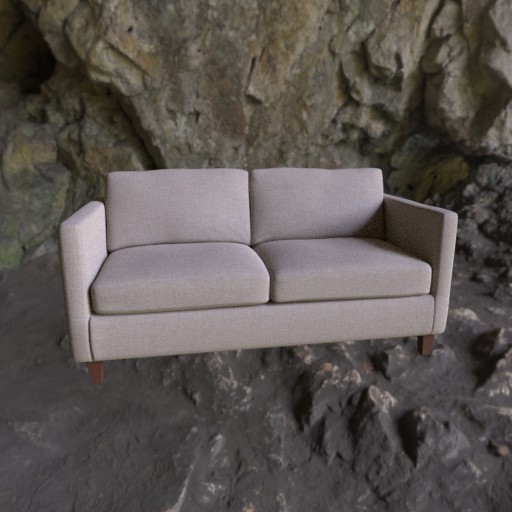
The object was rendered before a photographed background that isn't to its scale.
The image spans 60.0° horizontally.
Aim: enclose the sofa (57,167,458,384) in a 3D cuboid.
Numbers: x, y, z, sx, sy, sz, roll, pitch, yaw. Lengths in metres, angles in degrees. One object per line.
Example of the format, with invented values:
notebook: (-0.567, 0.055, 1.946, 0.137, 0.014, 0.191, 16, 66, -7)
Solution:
sofa: (0.000, 0.000, 2.500, 1.884, 0.947, 0.951, -3, 15, -10)
